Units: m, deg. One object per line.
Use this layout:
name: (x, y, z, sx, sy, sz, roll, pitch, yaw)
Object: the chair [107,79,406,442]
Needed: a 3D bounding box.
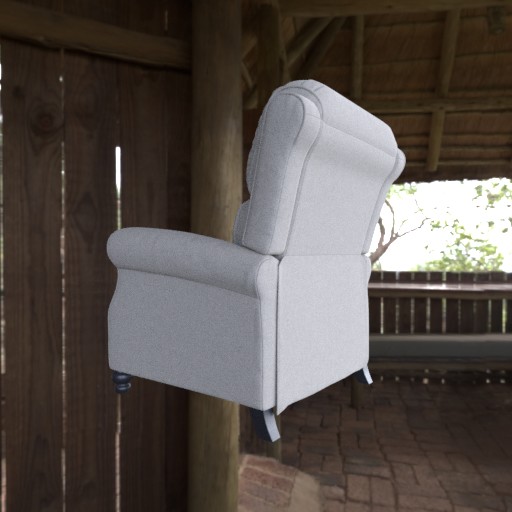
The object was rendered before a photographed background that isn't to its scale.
chair: (0.000, 0.000, 1.736, 0.919, 1.046, 0.859, 0, 1, 37)
